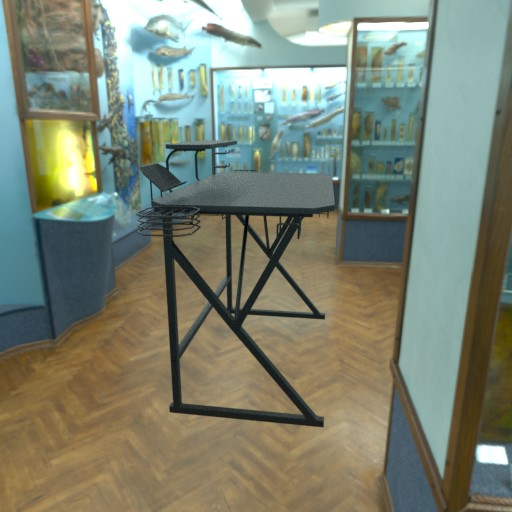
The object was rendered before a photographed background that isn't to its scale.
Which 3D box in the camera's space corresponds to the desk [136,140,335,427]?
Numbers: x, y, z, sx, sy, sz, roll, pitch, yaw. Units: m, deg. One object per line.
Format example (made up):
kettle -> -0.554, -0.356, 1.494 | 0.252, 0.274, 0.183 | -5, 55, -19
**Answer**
desk -> 0.000, 0.000, 1.773 | 0.580, 0.880, 1.290 | 2, 16, 8
